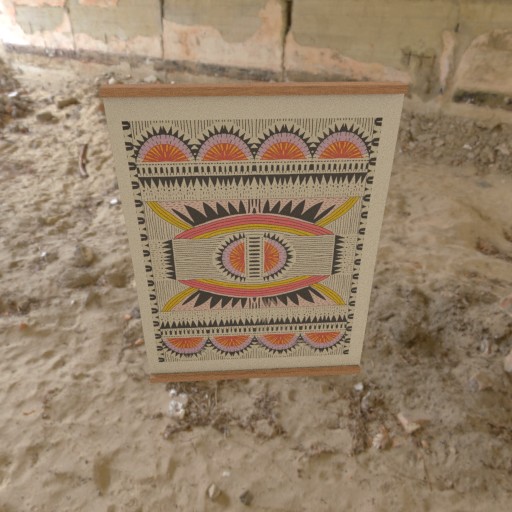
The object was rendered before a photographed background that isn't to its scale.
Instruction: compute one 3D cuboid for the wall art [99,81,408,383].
[{"bbox_3d":[0.000,0.000,0.720,0.403,0.527,0.028,-2,31,-3],"label":"wall art"}]
